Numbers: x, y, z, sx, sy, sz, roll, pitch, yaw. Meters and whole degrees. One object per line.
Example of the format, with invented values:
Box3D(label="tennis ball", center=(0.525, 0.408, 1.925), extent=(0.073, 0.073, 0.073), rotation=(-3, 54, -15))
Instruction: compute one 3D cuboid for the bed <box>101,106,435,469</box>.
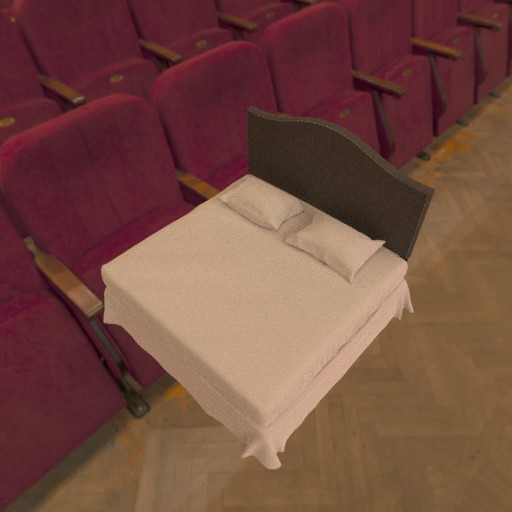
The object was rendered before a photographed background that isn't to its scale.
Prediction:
Box3D(label="bed", center=(0.000, 0.000, 3.835), extent=(2.314, 1.651, 2.219), rotation=(34, 55, 28))
